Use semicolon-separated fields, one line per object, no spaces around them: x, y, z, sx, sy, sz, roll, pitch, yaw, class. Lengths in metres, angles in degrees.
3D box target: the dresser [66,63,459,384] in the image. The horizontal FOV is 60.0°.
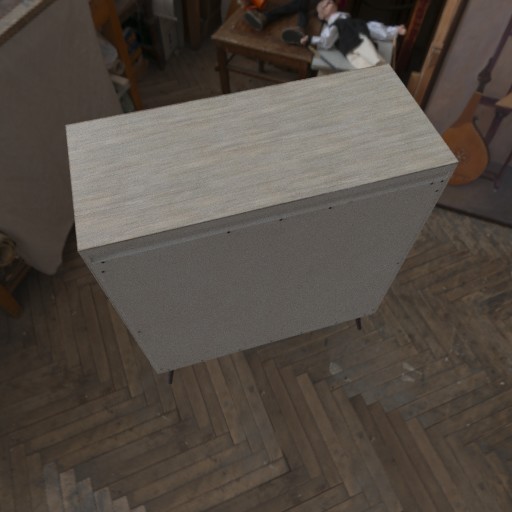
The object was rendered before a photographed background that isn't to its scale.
0.000;0.000;1.758;1.016;1.219;0.457;-14;60;-8;dresser
